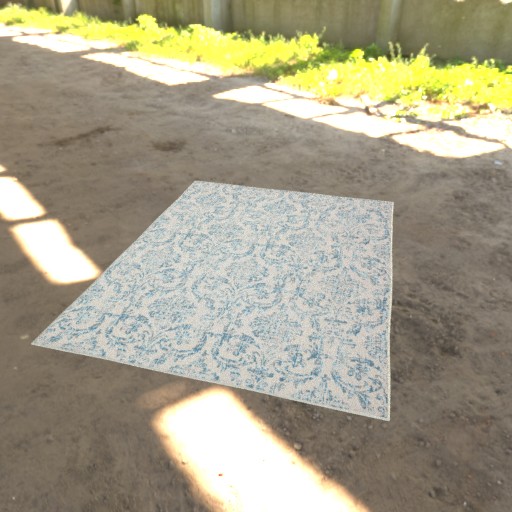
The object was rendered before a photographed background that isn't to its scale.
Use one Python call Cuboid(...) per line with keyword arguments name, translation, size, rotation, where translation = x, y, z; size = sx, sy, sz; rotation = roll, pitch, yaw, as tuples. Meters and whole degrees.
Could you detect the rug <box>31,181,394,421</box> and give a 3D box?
Cuboid(name="rug", translation=(0.000, 0.000, 3.969), size=(2.363, 0.012, 2.980), rotation=(8, 33, 13))
